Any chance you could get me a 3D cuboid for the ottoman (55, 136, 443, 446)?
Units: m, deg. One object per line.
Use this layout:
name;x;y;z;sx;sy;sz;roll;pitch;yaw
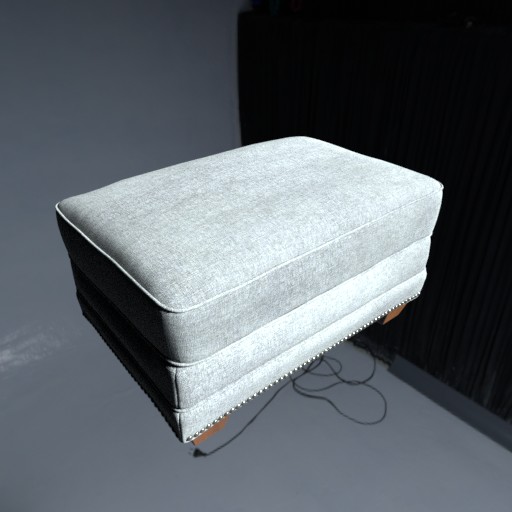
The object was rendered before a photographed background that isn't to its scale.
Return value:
ottoman;0.000;0.000;1.148;0.813;0.457;0.561;-22;37;-33
